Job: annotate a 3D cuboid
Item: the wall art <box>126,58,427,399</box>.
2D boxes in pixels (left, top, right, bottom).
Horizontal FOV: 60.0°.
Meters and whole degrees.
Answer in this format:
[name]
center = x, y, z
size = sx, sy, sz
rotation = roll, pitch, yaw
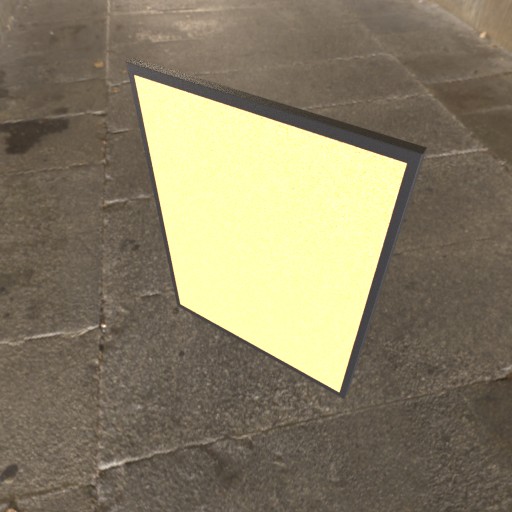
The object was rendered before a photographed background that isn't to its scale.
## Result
[wall art]
center = 0.000, 0.000, 1.370
size = 0.774, 1.027, 0.030
rotation = 25, 51, 22
